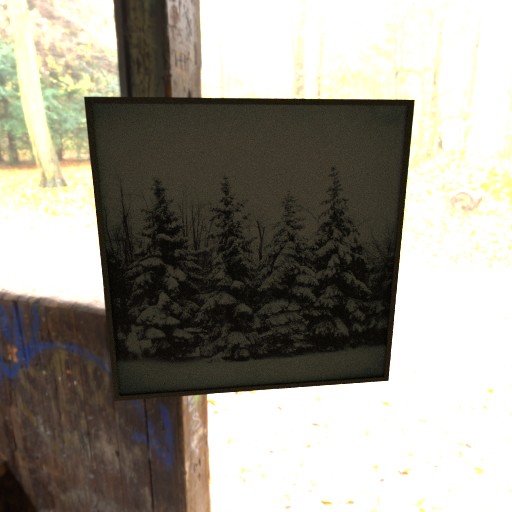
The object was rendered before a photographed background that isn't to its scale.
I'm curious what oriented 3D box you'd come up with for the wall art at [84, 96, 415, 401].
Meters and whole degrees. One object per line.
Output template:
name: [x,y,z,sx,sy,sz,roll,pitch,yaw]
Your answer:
wall art: [0.000,0.000,1.131,0.758,0.758,0.039,-2,16,-7]
